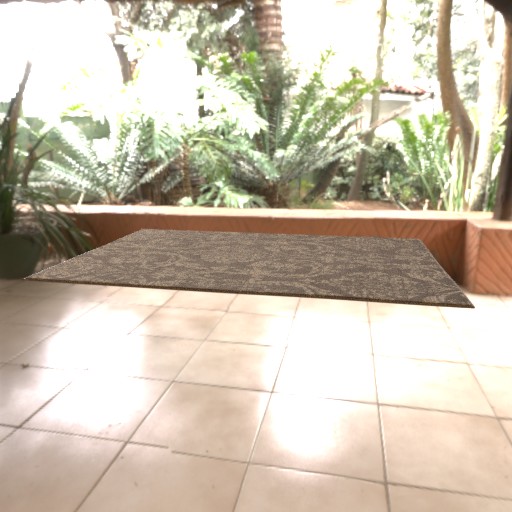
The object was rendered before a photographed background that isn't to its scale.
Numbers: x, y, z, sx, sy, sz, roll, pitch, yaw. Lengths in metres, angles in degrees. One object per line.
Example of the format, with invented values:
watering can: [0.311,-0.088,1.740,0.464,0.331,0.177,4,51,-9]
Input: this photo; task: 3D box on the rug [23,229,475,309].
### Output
rug: [0.000,0.000,2.320,1.824,0.012,1.206,3,14,10]
